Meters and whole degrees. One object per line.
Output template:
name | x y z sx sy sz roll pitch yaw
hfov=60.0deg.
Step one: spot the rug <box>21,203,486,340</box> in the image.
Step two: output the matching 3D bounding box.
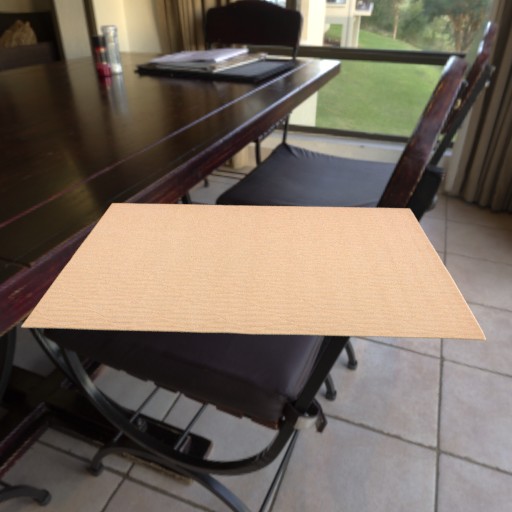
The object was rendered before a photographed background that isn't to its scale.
rug | 0.000 0.000 2.959 2.441 0.014 1.531 1 32 2
